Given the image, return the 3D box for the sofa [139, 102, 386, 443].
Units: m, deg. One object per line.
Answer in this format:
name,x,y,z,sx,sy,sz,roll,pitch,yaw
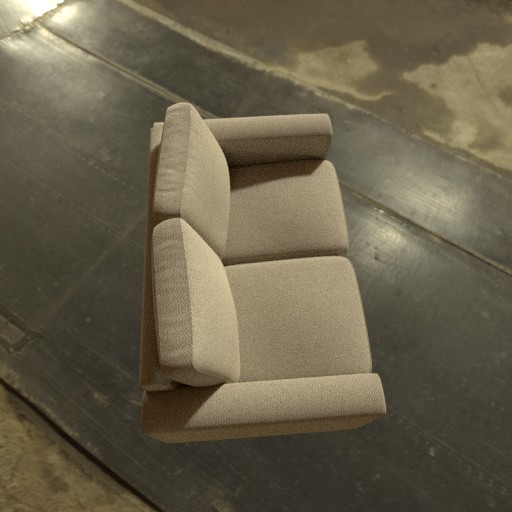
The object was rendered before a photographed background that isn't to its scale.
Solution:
sofa,0.000,0.000,2.213,1.016,0.873,1.616,-4,63,-2
